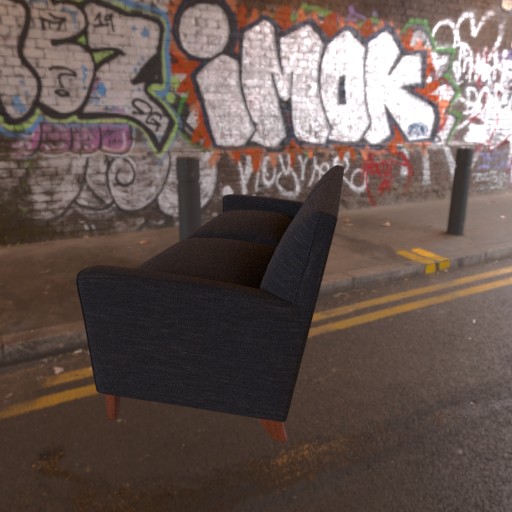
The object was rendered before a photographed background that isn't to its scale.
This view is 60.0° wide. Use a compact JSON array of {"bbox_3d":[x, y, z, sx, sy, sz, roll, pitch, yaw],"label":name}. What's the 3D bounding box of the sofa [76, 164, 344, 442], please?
[{"bbox_3d":[0.000,0.000,2.395,0.875,0.846,1.976,3,16,11],"label":"sofa"}]
